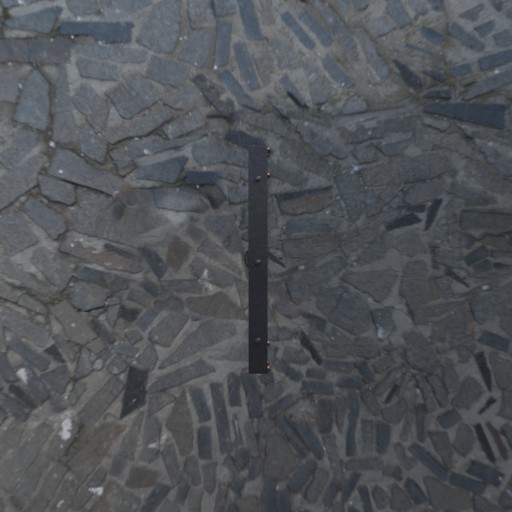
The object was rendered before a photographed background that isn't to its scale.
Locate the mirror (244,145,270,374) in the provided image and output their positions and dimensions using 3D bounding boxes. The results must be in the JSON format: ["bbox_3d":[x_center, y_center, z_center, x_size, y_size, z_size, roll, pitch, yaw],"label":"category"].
[{"bbox_3d":[0.000,0.000,1.213,0.042,1.080,0.354,0,91,0],"label":"mirror"}]
